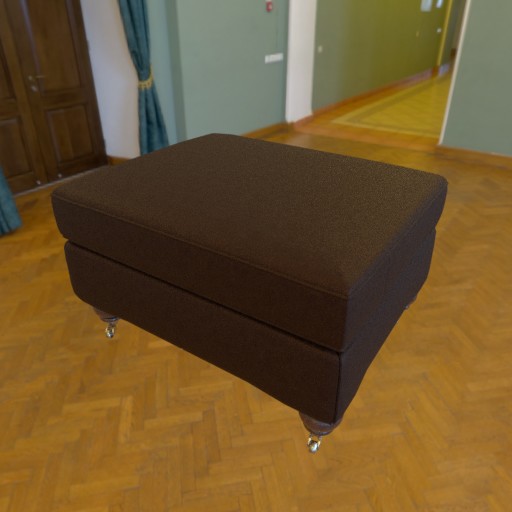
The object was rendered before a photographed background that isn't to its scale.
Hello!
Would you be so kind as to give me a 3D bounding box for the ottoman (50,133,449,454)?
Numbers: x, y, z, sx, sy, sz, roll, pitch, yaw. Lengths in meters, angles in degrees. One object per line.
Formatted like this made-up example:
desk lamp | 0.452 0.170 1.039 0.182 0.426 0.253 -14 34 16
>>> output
ottoman | 0.000 0.000 1.805 1.187 0.730 0.967 19 35 29
